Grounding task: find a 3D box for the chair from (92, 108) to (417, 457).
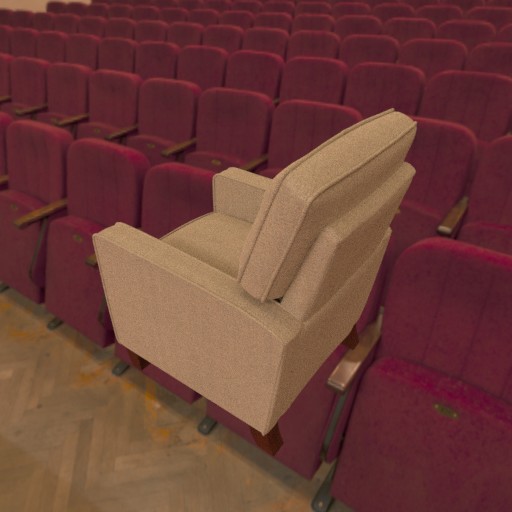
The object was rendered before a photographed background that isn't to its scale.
[{"bbox_3d":[0.000,0.000,1.393,0.754,0.888,0.648,21,39,29],"label":"chair"}]
